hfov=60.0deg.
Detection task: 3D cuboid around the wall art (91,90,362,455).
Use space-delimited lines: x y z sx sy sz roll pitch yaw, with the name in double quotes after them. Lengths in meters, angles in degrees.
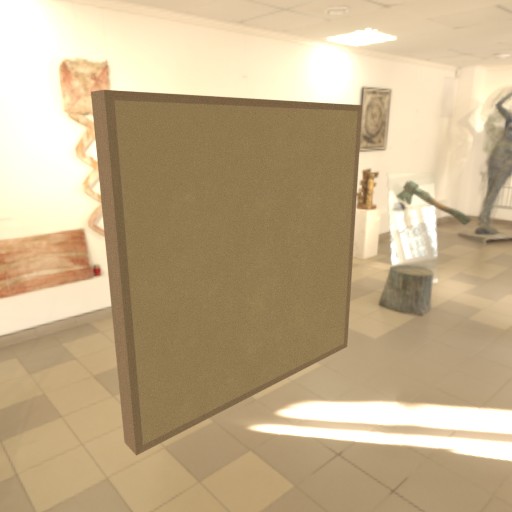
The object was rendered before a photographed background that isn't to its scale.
0.000 0.000 0.760 0.508 0.506 0.038 -14 21 -40 "wall art"
